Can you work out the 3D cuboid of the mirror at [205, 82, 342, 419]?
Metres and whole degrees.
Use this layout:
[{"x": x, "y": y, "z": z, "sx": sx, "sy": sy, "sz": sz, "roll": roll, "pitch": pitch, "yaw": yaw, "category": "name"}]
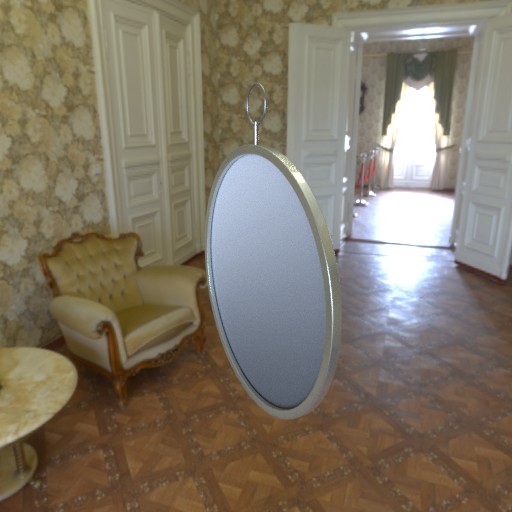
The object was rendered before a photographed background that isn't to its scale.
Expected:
[{"x": 0.000, "y": 0.000, "z": 0.973, "sx": 0.020, "sy": 0.713, "sz": 0.594, "roll": -8, "pitch": 17, "yaw": -26, "category": "mirror"}]
